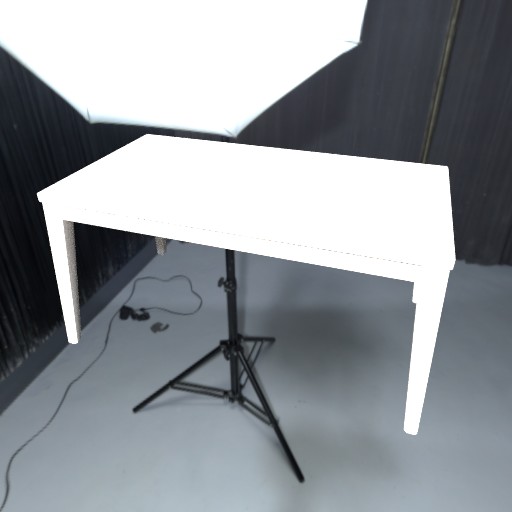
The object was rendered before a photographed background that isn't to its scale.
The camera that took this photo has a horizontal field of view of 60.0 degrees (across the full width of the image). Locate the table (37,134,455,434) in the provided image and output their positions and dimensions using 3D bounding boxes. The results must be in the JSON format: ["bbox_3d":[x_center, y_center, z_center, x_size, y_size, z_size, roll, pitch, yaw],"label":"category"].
[{"bbox_3d":[0.000,0.000,2.068,1.600,0.760,0.900,10,33,16],"label":"table"}]
